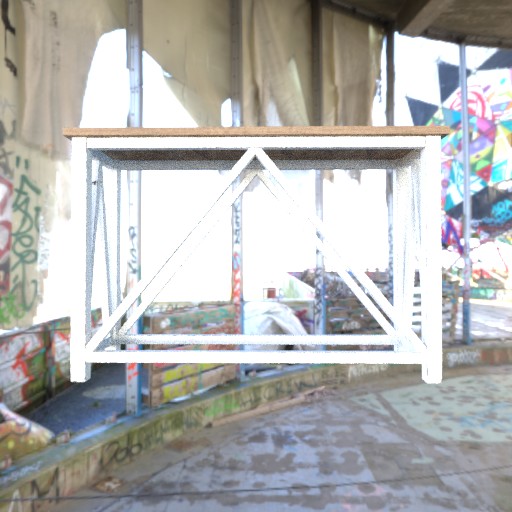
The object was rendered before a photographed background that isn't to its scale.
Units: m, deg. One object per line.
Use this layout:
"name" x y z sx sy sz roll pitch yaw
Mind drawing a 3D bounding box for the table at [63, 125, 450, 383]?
"table" 0.000 0.000 1.820 1.400 0.930 0.450 0 -1 1
